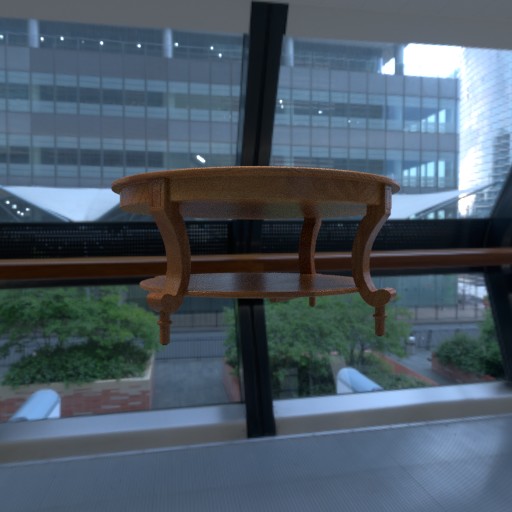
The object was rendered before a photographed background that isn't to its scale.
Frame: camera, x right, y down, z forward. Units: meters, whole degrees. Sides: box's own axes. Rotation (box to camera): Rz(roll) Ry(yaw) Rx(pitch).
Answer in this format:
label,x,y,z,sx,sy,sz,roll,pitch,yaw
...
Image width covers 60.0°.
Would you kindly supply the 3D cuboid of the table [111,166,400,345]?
label,x,y,z,sx,sy,sz,roll,pitch,yaw
table,0.000,0.000,1.656,1.029,0.490,1.029,0,2,0
